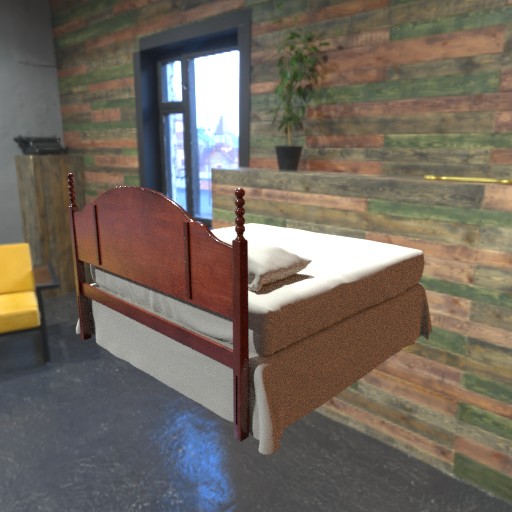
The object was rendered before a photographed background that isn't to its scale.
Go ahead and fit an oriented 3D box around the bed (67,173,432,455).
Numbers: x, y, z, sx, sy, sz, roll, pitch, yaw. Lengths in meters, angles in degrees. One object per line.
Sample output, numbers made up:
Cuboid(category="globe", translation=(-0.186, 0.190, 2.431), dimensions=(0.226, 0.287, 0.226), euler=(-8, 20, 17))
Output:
Cuboid(category="bed", translation=(0.000, 0.000, 3.639), dimensions=(2.322, 1.355, 2.219), euler=(13, 19, 43))
